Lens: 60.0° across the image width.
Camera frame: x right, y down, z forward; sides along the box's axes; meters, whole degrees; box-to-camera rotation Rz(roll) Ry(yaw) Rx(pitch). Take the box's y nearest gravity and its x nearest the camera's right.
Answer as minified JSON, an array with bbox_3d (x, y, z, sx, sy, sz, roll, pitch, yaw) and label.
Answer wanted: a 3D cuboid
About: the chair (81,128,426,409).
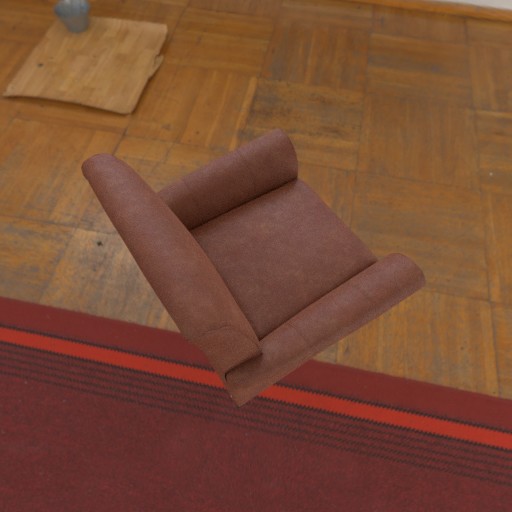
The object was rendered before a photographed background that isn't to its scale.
[{"bbox_3d":[0.000,0.000,1.796,0.902,1.061,0.978,-29,63,-17],"label":"chair"}]
